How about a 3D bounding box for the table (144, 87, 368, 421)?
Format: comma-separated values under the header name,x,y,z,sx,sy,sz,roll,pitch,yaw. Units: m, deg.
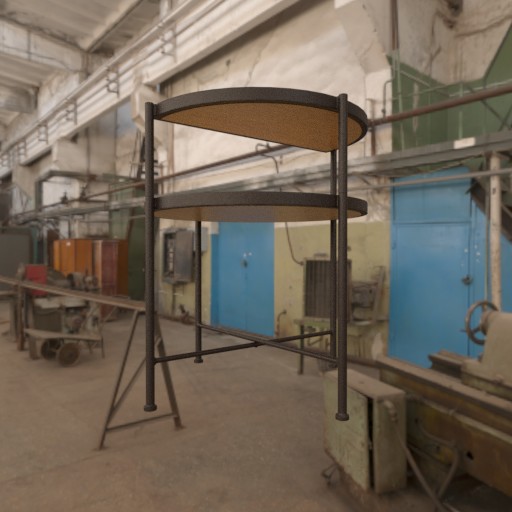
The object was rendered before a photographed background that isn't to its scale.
name,x,y,z,sx,sy,sz,roll,pitch,yaw
table,0.000,0.000,1.173,0.629,0.684,0.628,-1,1,-38
